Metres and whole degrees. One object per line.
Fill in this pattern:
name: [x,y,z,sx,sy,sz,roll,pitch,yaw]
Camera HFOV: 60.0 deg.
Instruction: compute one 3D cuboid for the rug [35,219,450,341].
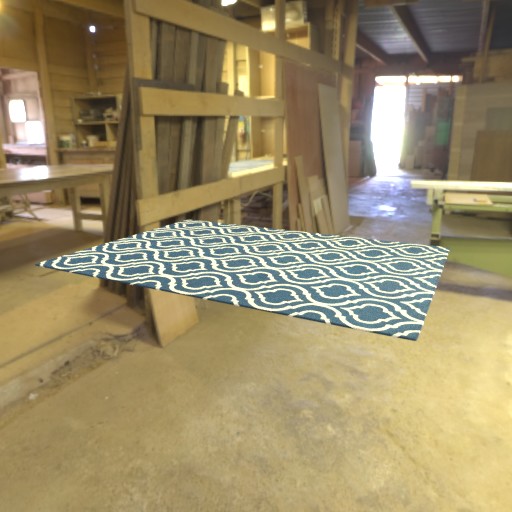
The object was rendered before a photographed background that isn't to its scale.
rug: [0.000,0.000,2.777,2.134,0.010,1.524,8,18,26]
